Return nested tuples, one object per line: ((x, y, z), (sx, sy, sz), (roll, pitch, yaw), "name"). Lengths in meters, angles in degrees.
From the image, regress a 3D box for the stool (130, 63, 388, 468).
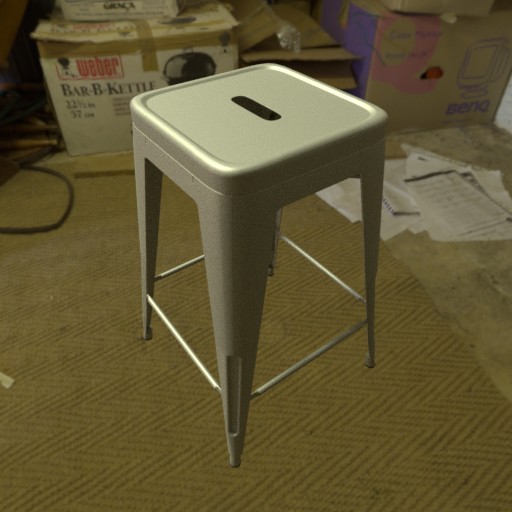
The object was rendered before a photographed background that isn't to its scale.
((0.000, 0.000, 0.872), (0.406, 0.610, 0.406), (-26, 47, -27), "stool")
